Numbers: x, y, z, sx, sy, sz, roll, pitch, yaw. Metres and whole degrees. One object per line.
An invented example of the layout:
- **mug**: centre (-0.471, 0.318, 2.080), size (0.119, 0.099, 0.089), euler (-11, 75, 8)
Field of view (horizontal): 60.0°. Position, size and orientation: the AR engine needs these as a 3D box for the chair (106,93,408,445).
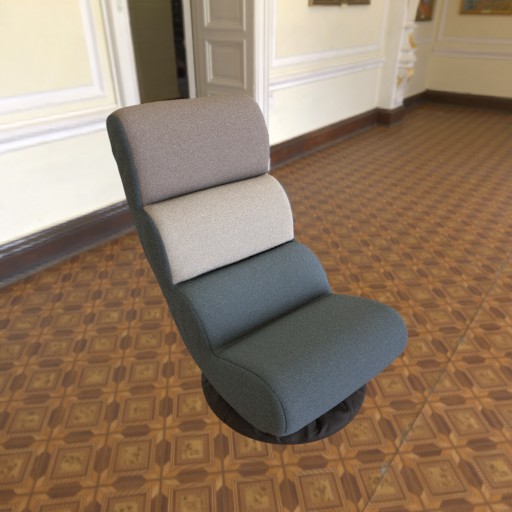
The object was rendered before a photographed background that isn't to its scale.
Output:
- **chair**: centre (0.000, 0.000, 1.058), size (0.420, 0.641, 0.661), euler (-22, 36, -33)
